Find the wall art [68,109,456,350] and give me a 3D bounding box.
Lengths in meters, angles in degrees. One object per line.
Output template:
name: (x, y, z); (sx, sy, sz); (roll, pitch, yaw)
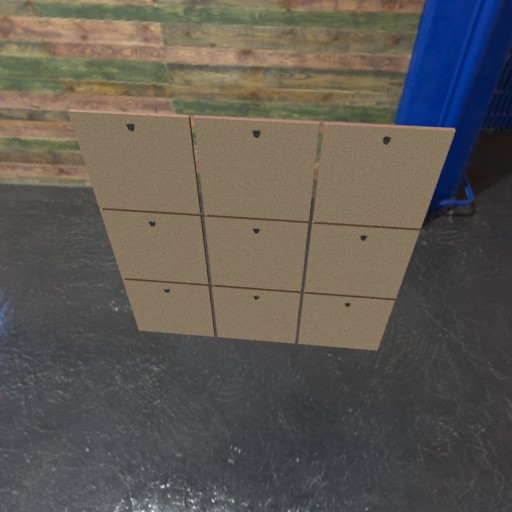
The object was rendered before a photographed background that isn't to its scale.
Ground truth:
wall art: (0.000, 0.000, 1.356); (0.906, 0.904, 0.018); (4, 46, 4)
